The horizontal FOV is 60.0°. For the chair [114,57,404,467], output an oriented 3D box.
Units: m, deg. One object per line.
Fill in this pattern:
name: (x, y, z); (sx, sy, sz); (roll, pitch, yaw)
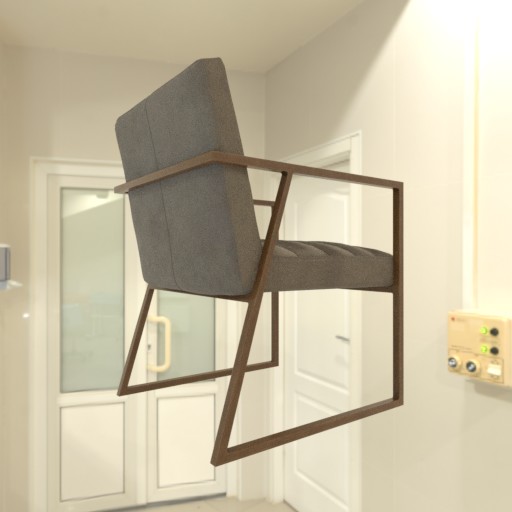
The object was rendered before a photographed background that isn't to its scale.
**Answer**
chair: (0.000, 0.000, 1.302); (0.682, 0.843, 0.578); (0, 0, -36)
